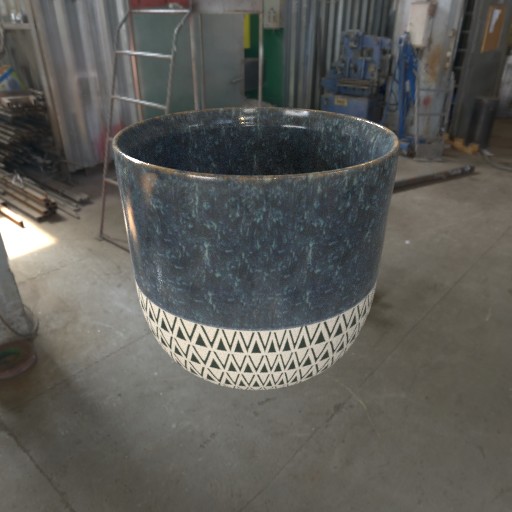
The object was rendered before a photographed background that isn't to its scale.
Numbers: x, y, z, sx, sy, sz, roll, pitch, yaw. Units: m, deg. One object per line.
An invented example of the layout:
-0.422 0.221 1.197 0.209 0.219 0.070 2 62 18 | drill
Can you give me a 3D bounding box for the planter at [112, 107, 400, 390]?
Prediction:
0.000 0.000 0.489 0.266 0.270 0.266 0 29 0 | planter
